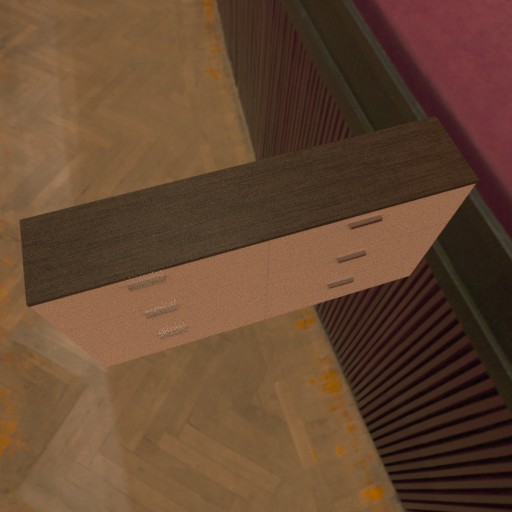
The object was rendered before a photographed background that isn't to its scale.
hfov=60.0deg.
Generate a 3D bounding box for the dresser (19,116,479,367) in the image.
[{"bbox_3d":[0.000,0.000,1.849,1.535,0.790,0.333,-16,63,-8],"label":"dresser"}]
